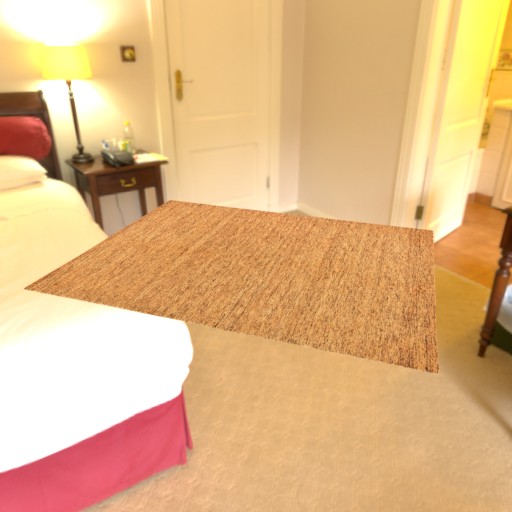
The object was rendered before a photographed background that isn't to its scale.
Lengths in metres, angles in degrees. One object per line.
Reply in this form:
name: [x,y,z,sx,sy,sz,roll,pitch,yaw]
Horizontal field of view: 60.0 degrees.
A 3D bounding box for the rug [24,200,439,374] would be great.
rug: [0.000,0.000,4.210,3.200,0.012,2.438,8,27,17]
